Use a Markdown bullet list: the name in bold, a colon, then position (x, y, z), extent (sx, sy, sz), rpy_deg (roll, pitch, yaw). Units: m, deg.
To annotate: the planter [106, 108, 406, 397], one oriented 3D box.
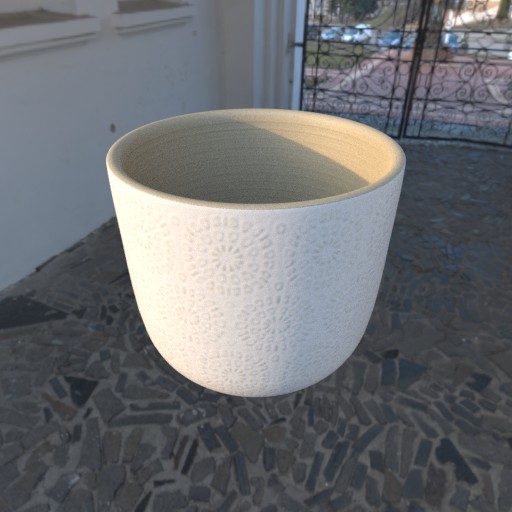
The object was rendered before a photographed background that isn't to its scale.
- **planter**: position (0.000, 0.000, 0.369), extent (0.208, 0.190, 0.208), rpy_deg (0, 32, 0)
